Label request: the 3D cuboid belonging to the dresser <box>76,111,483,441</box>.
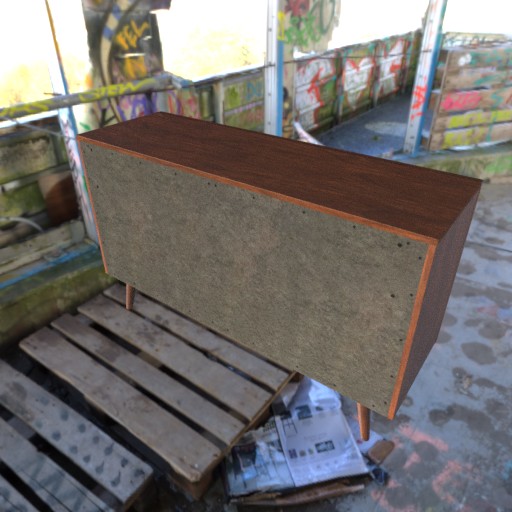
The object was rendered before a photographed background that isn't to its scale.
[{"bbox_3d":[0.000,0.000,1.867,1.472,0.889,0.500,21,38,30],"label":"dresser"}]
